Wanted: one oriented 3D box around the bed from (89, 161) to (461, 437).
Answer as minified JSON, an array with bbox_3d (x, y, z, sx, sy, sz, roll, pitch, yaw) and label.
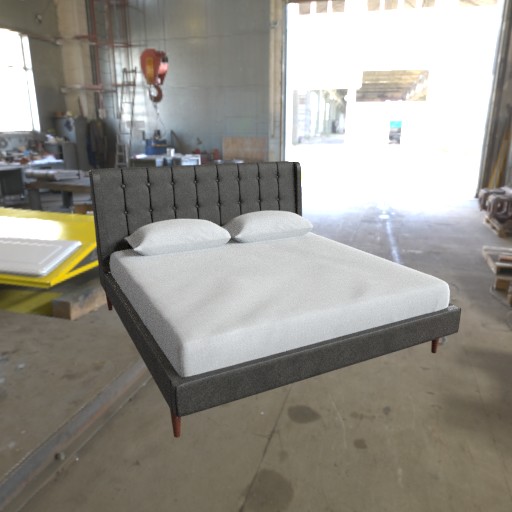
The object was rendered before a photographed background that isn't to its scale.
[{"bbox_3d":[0.000,0.000,3.194,1.903,1.158,2.031,-8,18,-27],"label":"bed"}]
